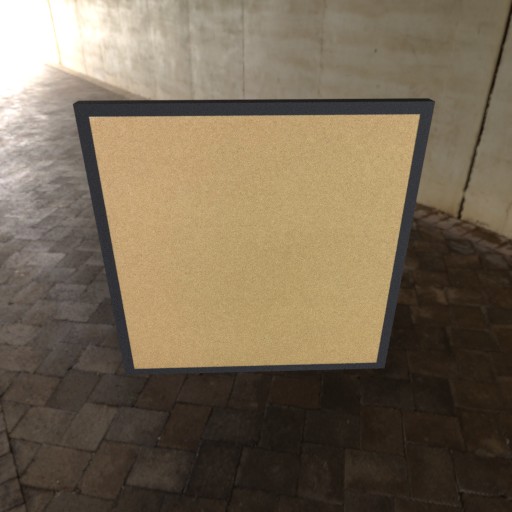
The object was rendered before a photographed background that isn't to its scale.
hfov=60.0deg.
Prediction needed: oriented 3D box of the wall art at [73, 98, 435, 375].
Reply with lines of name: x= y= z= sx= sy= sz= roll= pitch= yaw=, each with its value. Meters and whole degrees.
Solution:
wall art: x=0.000 y=0.000 z=1.133 sx=0.762 sy=0.760 sz=0.037 roll=-1 pitch=29 yaw=-2
